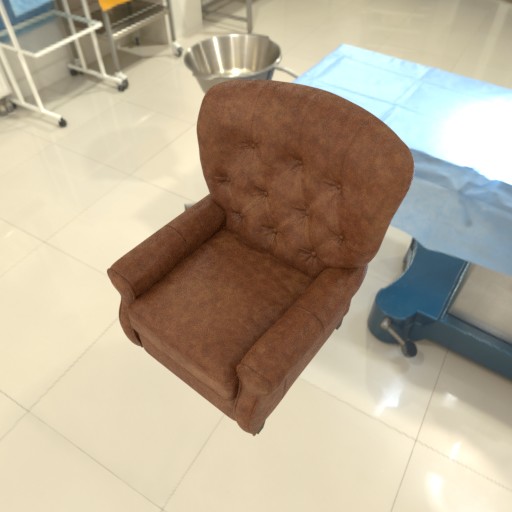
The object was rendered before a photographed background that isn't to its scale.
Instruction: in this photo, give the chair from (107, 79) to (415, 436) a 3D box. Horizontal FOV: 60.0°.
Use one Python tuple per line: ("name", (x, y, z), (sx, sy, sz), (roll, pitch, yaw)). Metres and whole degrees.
("chair", (0.000, 0.000, 1.935), (0.951, 1.164, 1.059), (30, 55, 24))
